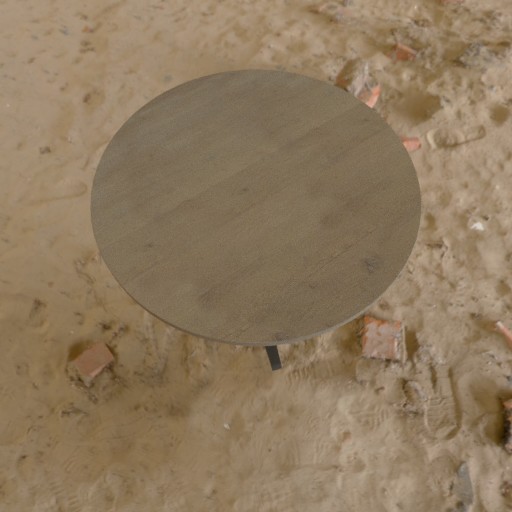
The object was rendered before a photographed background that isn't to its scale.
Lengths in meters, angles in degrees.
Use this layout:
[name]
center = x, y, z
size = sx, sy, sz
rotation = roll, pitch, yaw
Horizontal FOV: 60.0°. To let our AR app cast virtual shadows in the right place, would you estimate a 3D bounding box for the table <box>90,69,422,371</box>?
[table]
center = 0.000, 0.000, 1.430
size = 0.800, 0.780, 0.800
rotation = 0, 63, 0
